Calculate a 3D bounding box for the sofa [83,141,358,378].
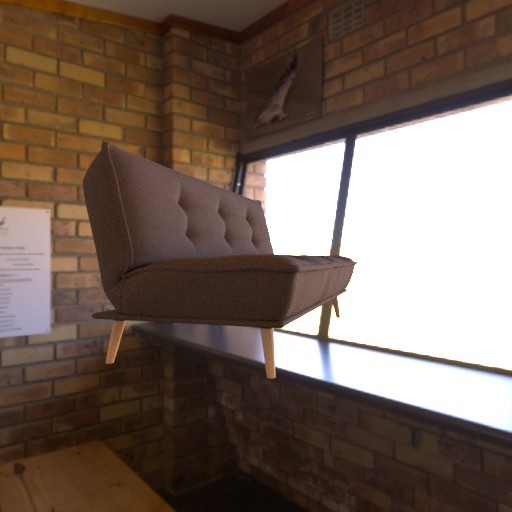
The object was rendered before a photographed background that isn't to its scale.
[{"bbox_3d":[0.000,0.000,2.524,0.950,0.890,1.940,0,0,19],"label":"sofa"}]
